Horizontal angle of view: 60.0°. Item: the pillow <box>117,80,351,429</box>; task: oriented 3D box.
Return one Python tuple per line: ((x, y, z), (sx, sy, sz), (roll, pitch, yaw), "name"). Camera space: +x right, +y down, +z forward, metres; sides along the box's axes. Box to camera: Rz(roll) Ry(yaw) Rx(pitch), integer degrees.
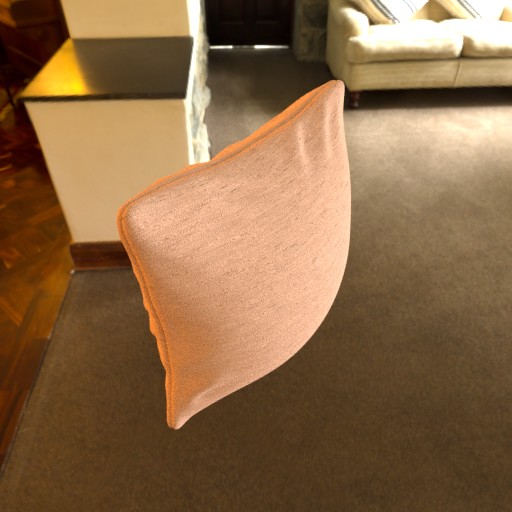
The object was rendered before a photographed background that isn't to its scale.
((0.000, 0.000, 0.674), (0.246, 0.415, 0.432), (26, 47, 27), "pillow")
